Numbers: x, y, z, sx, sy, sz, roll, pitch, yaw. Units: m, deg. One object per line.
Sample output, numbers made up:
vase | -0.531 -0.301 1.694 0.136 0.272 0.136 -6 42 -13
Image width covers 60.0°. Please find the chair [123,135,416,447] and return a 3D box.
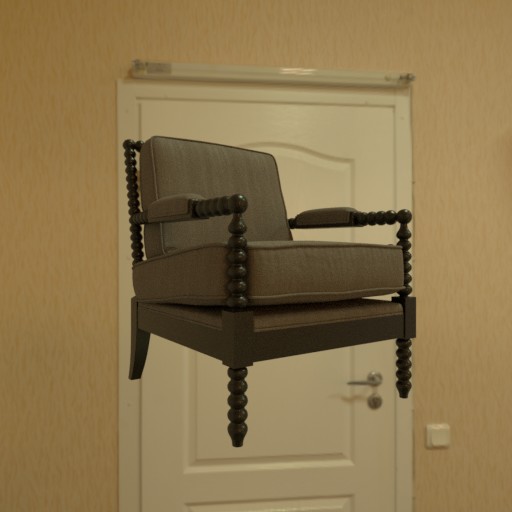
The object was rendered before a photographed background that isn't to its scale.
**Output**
chair | 0.000 0.000 1.134 0.540 0.661 0.622 0 0 -35
